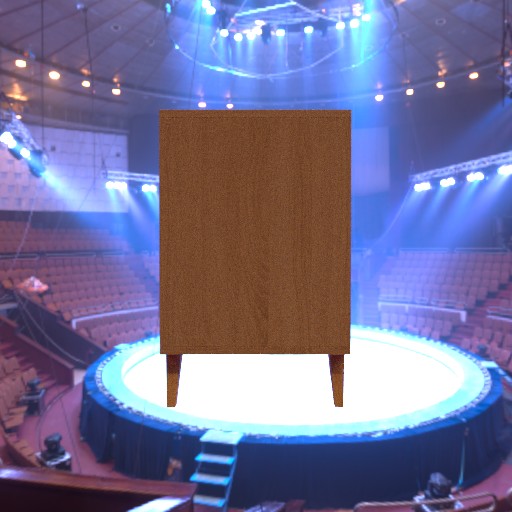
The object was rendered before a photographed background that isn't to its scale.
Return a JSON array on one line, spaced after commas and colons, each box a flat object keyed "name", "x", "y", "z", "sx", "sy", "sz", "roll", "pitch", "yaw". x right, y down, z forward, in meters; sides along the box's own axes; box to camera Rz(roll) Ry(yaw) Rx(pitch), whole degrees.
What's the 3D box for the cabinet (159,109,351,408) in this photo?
[{"name": "cabinet", "x": 0.000, "y": 0.000, "z": 1.980, "sx": 0.500, "sy": 0.780, "sz": 1.649, "roll": 0, "pitch": 1, "yaw": 0}]
